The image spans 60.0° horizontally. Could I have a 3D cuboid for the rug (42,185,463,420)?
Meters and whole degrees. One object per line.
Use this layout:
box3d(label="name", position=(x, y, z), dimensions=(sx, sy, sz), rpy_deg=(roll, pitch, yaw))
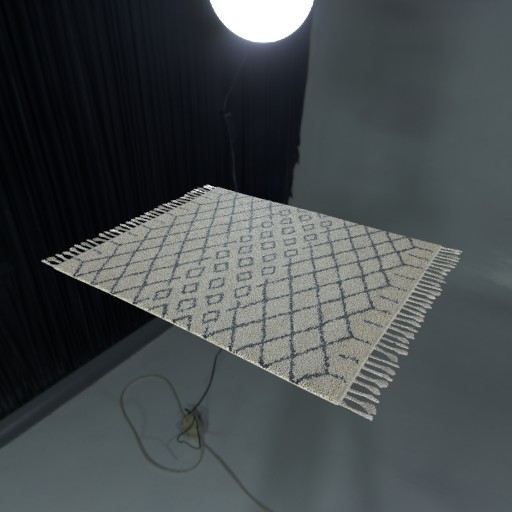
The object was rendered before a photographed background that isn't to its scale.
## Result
box3d(label="rug", position=(0.000, 0.000, 4.177), dimensions=(3.213, 0.030, 2.388), rpy_deg=(19, 35, 29))
